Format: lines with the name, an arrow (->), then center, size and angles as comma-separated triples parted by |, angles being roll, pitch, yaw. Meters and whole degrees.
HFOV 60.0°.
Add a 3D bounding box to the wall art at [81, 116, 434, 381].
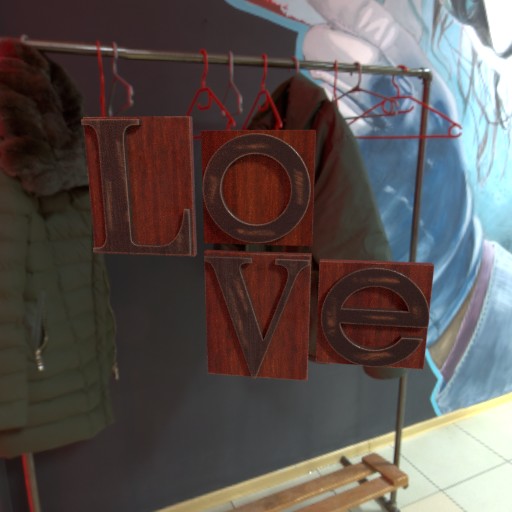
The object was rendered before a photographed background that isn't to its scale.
wall art -> 0.000, 0.000, 0.823 | 0.635, 0.497, 0.030 | 2, 14, 8
